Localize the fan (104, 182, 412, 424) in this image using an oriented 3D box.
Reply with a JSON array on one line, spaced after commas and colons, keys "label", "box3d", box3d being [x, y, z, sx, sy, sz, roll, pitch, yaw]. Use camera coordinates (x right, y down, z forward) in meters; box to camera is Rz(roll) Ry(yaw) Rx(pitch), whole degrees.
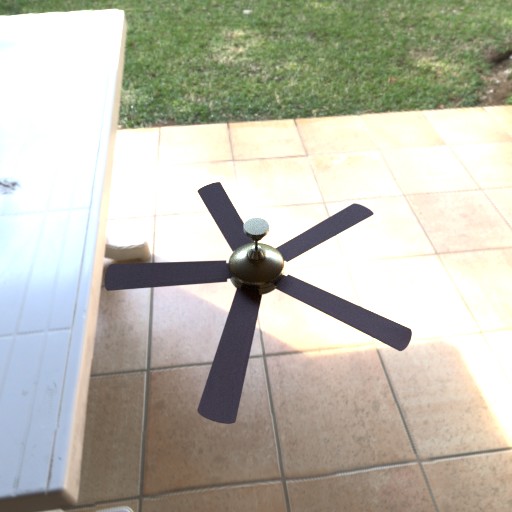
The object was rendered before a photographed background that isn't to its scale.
[{"label": "fan", "box3d": [0.000, 0.000, 1.923, 1.321, 0.356, 1.321, -10, 47, -9]}]
